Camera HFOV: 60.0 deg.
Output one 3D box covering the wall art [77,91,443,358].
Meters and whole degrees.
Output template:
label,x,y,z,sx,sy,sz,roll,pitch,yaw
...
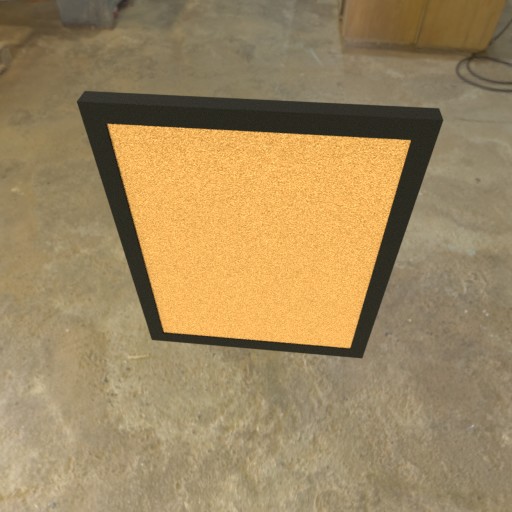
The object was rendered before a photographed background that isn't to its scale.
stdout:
label,x,y,z,sx,sy,sz,roll,pitch,yaw
wall art,0.000,0.000,0.764,0.457,0.559,0.029,4,47,4
